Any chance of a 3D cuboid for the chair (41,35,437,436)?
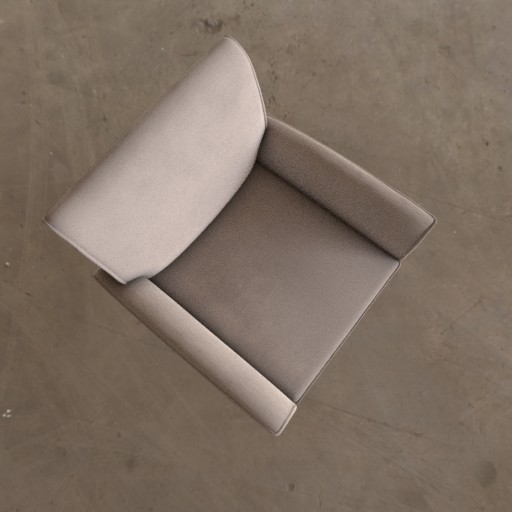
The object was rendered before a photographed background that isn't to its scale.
[{"bbox_3d":[0.000,0.000,1.531,0.821,0.915,0.820,38,78,10],"label":"chair"}]
